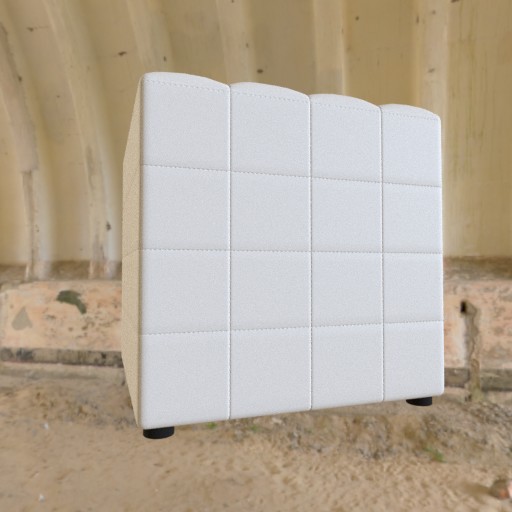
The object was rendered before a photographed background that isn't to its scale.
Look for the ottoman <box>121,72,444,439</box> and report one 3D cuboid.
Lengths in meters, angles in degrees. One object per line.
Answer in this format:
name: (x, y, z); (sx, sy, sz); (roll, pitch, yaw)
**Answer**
ottoman: (0.000, 0.000, 0.764); (0.425, 0.432, 0.425); (1, -2, -19)
